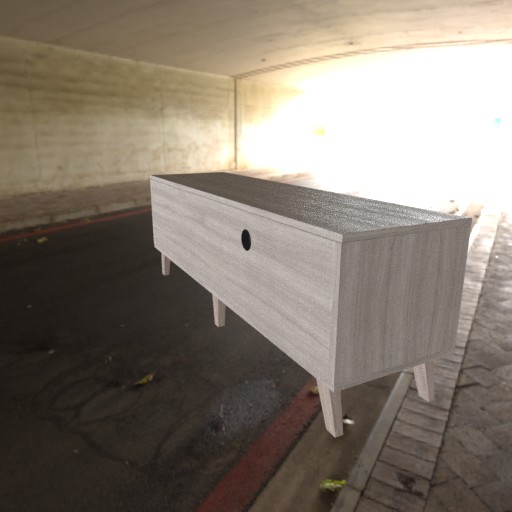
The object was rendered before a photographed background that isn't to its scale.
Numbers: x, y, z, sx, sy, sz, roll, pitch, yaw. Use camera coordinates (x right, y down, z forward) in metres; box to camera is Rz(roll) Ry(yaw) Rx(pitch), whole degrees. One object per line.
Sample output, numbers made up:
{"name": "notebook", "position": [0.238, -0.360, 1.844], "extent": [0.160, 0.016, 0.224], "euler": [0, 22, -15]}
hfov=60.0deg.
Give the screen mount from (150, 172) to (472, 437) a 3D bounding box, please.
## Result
{"name": "screen mount", "position": [0.000, 0.000, 1.695], "extent": [0.401, 0.509, 1.500], "euler": [-8, 17, -27]}
